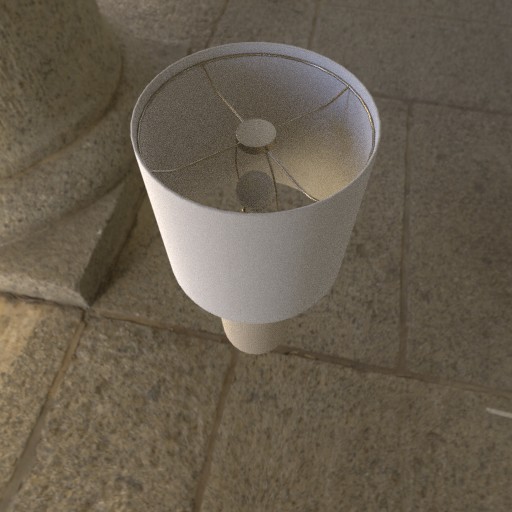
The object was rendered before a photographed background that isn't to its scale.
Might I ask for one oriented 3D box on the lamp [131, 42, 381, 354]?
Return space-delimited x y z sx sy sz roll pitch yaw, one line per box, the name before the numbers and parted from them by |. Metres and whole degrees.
lamp | 0.000 0.000 0.595 0.220 0.475 0.220 -15 60 -9
